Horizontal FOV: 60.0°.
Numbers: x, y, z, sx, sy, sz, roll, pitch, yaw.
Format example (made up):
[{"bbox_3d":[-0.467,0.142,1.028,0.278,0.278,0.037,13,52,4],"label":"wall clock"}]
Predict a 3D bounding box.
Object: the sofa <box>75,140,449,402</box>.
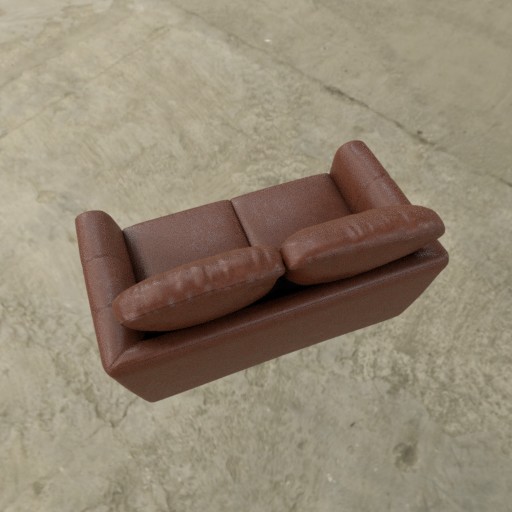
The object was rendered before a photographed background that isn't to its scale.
[{"bbox_3d":[0.000,0.000,1.957,1.406,0.906,0.805,-17,59,-11],"label":"sofa"}]
